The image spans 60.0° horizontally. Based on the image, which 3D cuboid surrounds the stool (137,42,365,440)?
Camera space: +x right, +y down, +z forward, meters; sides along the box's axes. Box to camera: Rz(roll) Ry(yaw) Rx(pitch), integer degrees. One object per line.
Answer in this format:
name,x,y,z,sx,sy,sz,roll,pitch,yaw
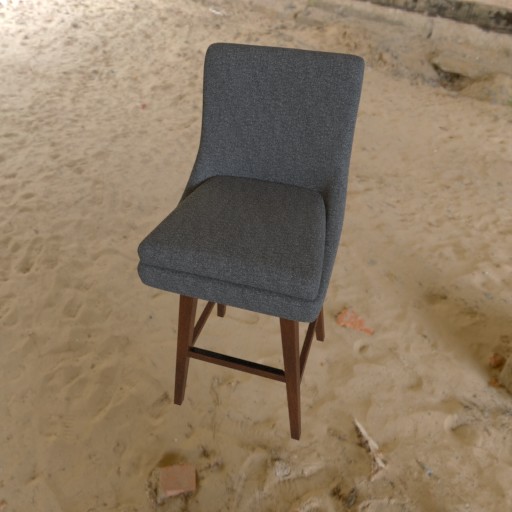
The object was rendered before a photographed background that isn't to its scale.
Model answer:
stool,0.000,0.000,1.364,0.489,1.068,0.572,12,42,13
